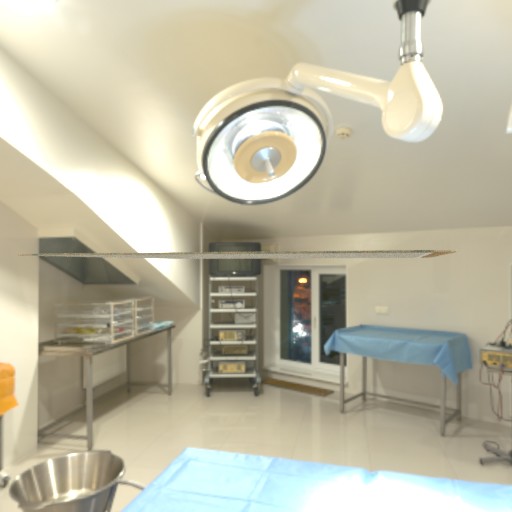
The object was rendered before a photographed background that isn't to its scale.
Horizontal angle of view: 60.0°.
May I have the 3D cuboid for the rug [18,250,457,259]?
[{"bbox_3d":[0.000,0.000,2.225,1.730,0.009,1.278,0,-1,18],"label":"rug"}]
